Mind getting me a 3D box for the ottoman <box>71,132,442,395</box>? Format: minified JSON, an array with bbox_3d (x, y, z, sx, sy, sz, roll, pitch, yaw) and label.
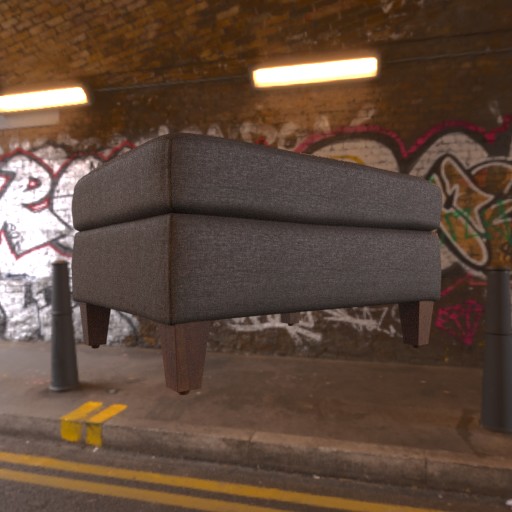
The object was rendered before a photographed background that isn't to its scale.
[{"bbox_3d":[0.000,0.000,1.200,0.826,0.496,0.639,1,-1,-37],"label":"ottoman"}]
